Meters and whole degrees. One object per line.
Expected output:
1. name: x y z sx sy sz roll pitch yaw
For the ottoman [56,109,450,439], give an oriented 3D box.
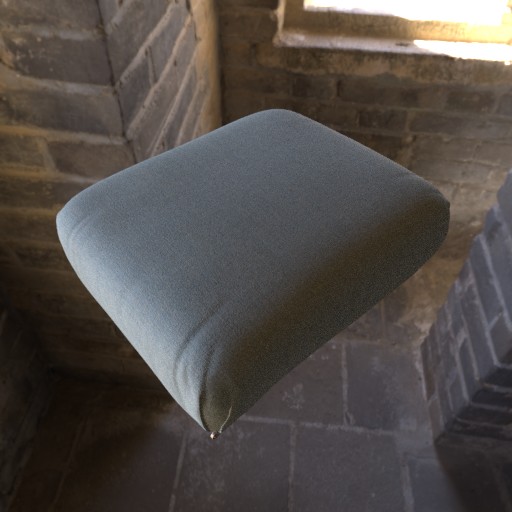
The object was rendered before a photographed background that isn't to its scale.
1. ottoman: 0.000 0.000 1.103 0.747 0.450 0.622 -32 54 -27
